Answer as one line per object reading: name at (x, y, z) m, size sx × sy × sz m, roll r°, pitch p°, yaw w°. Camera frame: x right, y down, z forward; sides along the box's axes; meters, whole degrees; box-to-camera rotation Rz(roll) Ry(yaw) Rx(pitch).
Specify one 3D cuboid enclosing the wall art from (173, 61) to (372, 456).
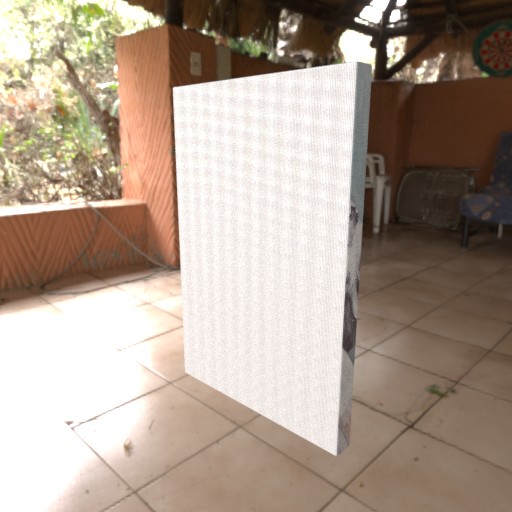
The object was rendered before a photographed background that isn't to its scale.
wall art at (0.000, 0.000, 1.209) m, size 0.609 × 0.911 × 0.061 m, roll 13°, pitch 19°, yaw 42°
